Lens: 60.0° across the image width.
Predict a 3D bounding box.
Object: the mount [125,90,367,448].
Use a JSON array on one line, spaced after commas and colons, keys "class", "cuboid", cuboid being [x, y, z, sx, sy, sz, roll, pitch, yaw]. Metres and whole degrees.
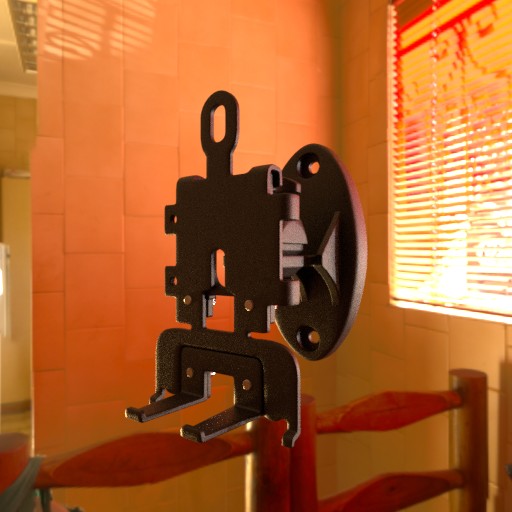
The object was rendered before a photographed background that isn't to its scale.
[{"class": "mount", "cuboid": [0.000, 0.000, 0.177, 0.066, 0.118, 0.100, 0, 0, 36]}]
